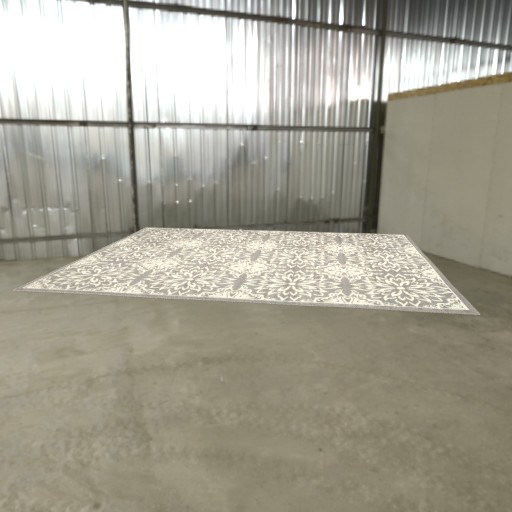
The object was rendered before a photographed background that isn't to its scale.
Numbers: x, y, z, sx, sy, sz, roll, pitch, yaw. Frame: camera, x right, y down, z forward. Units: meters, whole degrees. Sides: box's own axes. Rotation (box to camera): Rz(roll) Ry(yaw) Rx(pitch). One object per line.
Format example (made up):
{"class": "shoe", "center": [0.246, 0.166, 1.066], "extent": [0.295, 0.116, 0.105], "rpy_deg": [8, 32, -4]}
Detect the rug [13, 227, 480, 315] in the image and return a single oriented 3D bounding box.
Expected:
{"class": "rug", "center": [0.000, 0.000, 3.914], "extent": [2.980, 0.012, 2.363], "rpy_deg": [2, 14, 8]}
